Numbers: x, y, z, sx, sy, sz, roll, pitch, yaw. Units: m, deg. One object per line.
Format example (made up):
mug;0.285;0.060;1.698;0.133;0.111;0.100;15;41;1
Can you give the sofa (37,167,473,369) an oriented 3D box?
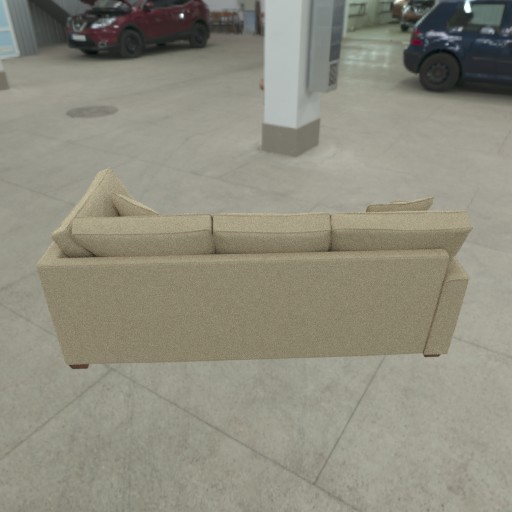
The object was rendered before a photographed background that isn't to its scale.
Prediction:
sofa;0.000;0.000;2.888;2.317;0.962;1.061;-1;31;-2
